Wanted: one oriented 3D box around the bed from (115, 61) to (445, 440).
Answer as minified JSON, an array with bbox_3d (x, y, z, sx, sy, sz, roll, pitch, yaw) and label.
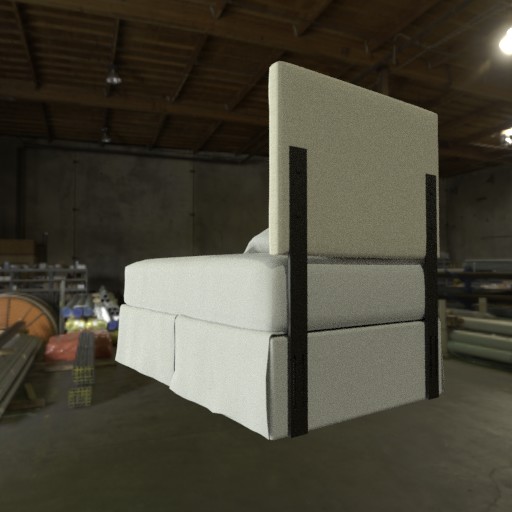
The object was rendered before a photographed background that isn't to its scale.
[{"bbox_3d":[0.000,0.000,2.940,1.261,1.571,1.997,1,-2,-35],"label":"bed"}]
